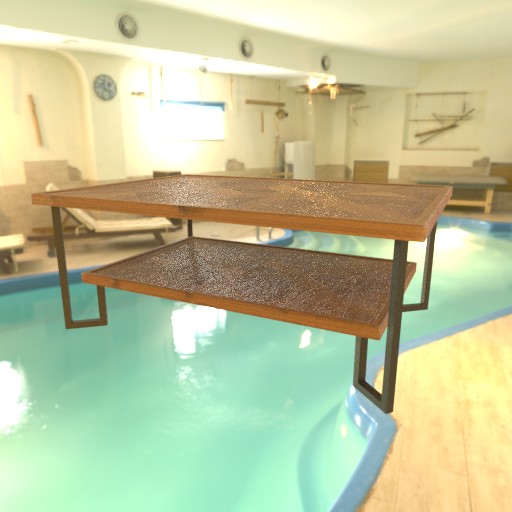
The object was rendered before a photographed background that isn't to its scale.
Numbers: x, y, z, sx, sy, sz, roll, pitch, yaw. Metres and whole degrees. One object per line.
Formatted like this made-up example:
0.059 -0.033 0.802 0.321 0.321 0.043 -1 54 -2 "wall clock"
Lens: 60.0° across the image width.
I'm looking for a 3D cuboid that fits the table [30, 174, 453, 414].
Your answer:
0.000 0.000 1.642 1.238 0.492 0.877 7 17 26 "table"
